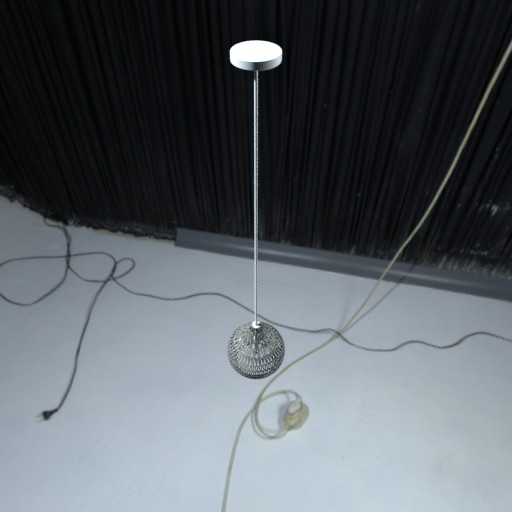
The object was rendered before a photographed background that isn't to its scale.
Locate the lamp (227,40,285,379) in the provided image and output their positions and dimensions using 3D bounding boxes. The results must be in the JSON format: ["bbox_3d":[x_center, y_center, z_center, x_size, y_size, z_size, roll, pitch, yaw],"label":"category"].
[{"bbox_3d":[0.000,0.000,2.122,0.355,1.919,0.355,9,47,9],"label":"lamp"}]
